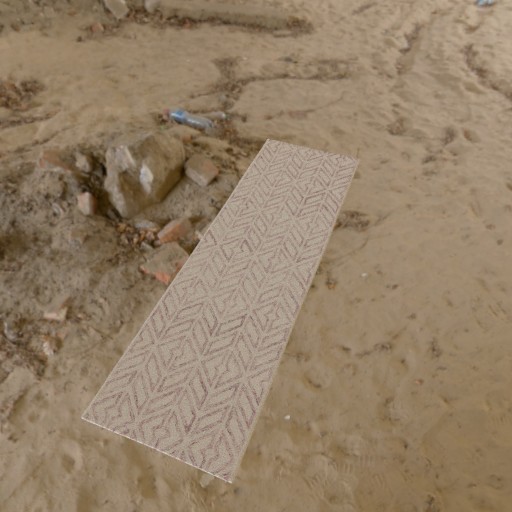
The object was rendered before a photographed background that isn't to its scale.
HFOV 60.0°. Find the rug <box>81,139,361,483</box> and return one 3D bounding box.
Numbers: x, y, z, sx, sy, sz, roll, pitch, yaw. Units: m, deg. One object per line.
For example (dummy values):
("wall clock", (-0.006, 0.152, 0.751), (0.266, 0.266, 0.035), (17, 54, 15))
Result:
("rug", (0.000, 0.000, 2.682), (0.750, 0.009, 2.435), (16, 50, 14))
